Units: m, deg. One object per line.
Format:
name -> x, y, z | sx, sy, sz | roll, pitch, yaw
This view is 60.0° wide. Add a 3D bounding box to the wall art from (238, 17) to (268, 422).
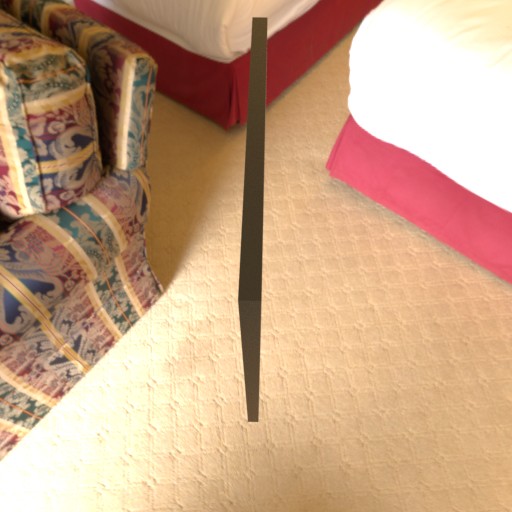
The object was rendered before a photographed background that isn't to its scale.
wall art -> 0.000, 0.000, 1.395 | 0.039, 1.061, 0.804 | 1, 59, 1
